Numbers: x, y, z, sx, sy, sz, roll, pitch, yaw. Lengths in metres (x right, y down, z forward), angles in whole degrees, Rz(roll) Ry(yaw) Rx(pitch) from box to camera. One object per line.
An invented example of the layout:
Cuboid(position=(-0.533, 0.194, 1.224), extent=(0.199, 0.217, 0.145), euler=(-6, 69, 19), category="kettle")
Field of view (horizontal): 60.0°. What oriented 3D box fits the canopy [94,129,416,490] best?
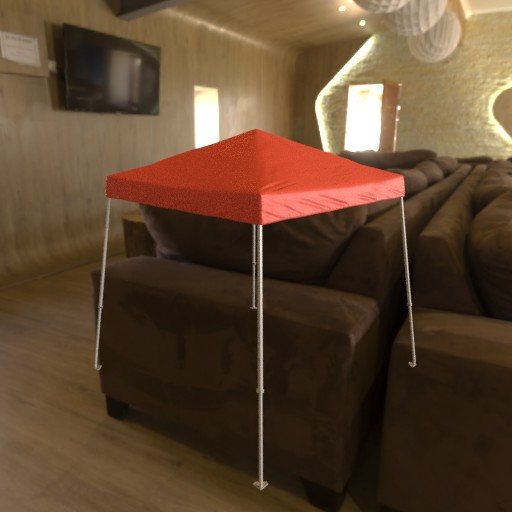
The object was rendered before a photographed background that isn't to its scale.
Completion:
Cuboid(position=(0.000, 0.000, 5.167), extent=(2.849, 2.850, 2.850), euler=(14, 20, 42), category="canopy")
